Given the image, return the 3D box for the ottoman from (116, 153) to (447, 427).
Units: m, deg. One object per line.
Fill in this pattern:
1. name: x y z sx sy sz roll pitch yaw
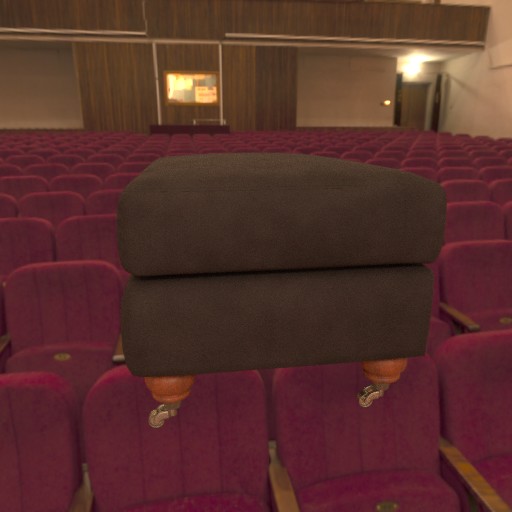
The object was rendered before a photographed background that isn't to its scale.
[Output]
1. ottoman: 0.000 0.000 1.112 0.574 0.497 0.773 -2 16 -9
